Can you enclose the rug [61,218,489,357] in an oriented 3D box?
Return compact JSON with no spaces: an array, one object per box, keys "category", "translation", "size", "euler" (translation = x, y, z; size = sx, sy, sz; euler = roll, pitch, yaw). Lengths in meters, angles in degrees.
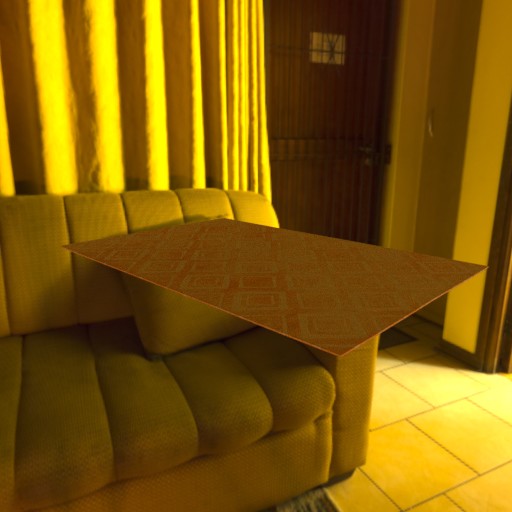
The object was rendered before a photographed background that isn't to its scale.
[{"category":"rug","translation":[0.000,0.000,2.247],"size":[1.829,0.010,1.213],"euler":[14,20,42]}]
